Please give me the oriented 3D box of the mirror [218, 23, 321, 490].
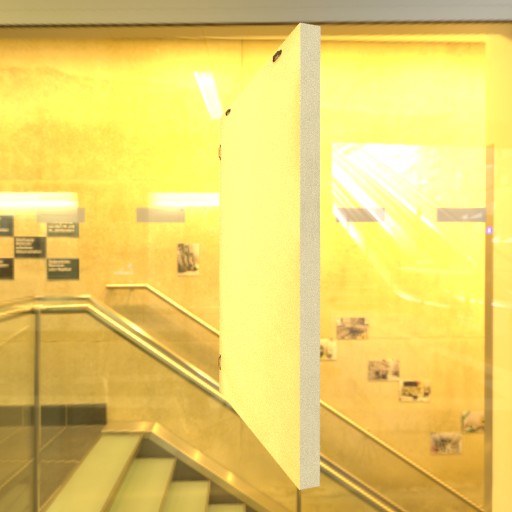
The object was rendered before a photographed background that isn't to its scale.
[{"bbox_3d":[0.000,0.000,0.918,0.040,0.710,0.507,0,1,-19],"label":"mirror"}]
